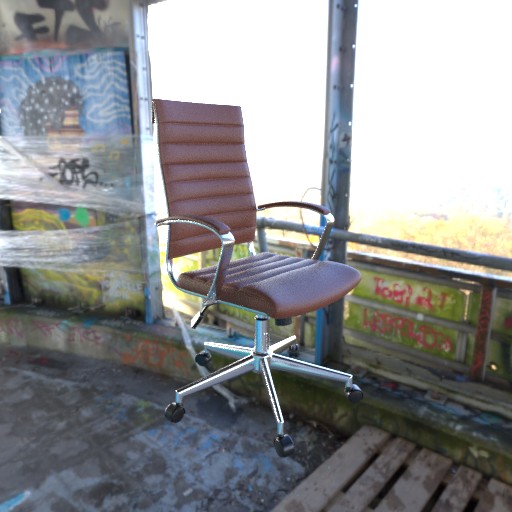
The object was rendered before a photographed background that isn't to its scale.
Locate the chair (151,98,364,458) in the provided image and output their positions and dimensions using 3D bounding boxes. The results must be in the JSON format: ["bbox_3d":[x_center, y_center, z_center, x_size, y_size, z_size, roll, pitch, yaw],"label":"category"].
[{"bbox_3d":[0.000,0.000,1.689,0.739,1.149,0.766,13,19,42],"label":"chair"}]
